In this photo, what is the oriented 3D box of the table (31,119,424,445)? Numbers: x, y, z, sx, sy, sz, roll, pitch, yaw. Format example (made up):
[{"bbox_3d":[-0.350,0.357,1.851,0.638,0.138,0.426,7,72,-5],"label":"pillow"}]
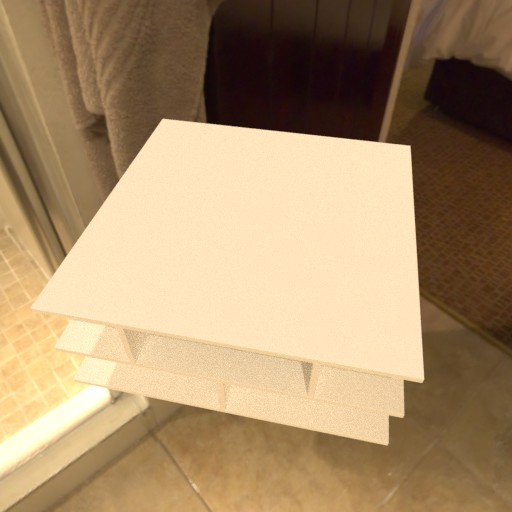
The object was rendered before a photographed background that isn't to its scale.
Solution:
[{"bbox_3d":[0.000,0.000,1.105,0.700,0.289,0.700,9,47,8],"label":"table"}]
